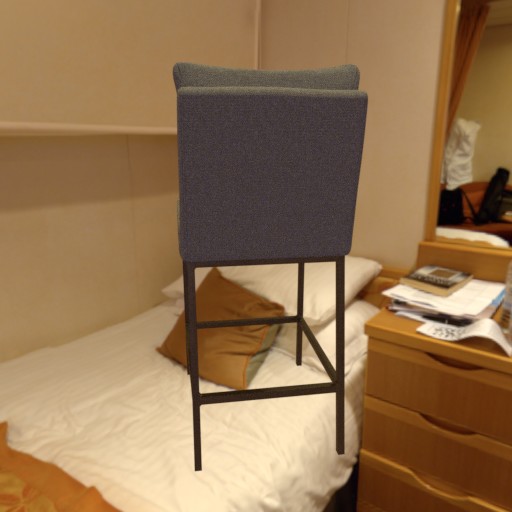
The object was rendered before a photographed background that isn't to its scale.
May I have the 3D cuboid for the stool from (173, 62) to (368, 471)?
[{"bbox_3d":[0.000,0.000,1.339,0.463,1.031,0.569,-2,15,-9],"label":"stool"}]
